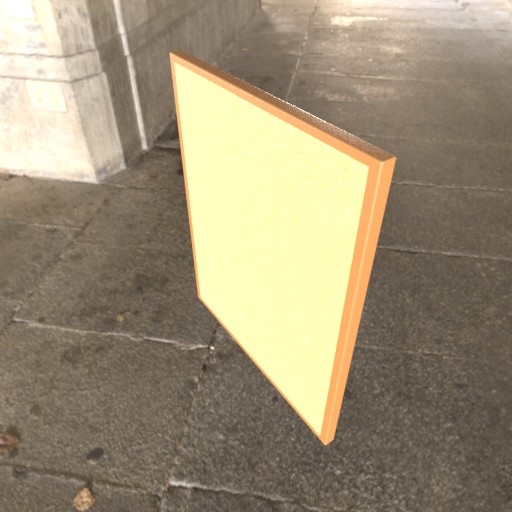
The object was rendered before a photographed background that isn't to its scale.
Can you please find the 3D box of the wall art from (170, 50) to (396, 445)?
[{"bbox_3d":[0.000,0.000,0.745,0.021,0.550,0.449,-24,46,-26],"label":"wall art"}]
